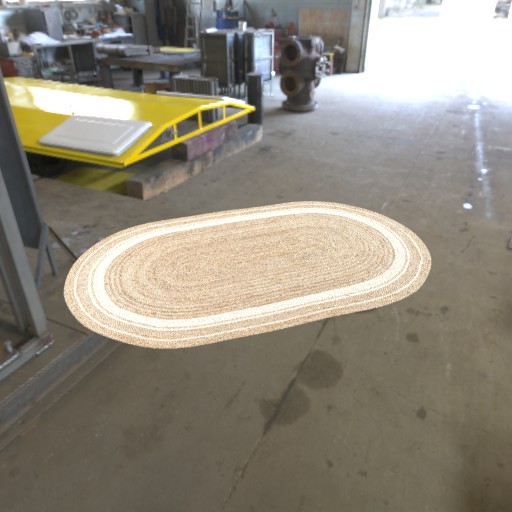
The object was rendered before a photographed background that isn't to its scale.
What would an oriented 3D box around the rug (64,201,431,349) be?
[{"bbox_3d":[0.000,0.000,2.995,2.432,0.006,1.520,-10,32,-16],"label":"rug"}]
